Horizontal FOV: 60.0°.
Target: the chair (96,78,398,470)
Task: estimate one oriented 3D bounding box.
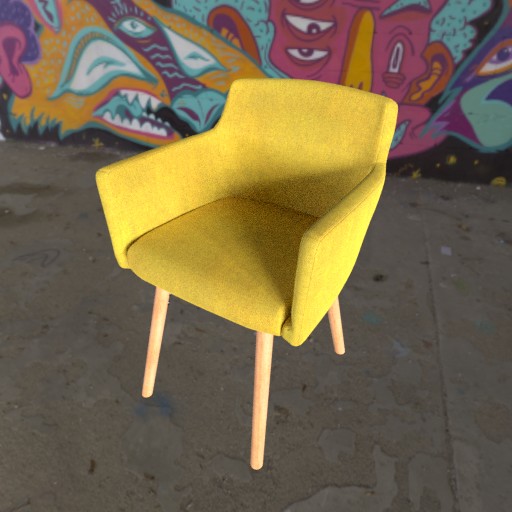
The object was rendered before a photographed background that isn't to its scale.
[{"bbox_3d":[0.000,0.000,1.145,0.570,0.780,0.570,20,37,29],"label":"chair"}]
